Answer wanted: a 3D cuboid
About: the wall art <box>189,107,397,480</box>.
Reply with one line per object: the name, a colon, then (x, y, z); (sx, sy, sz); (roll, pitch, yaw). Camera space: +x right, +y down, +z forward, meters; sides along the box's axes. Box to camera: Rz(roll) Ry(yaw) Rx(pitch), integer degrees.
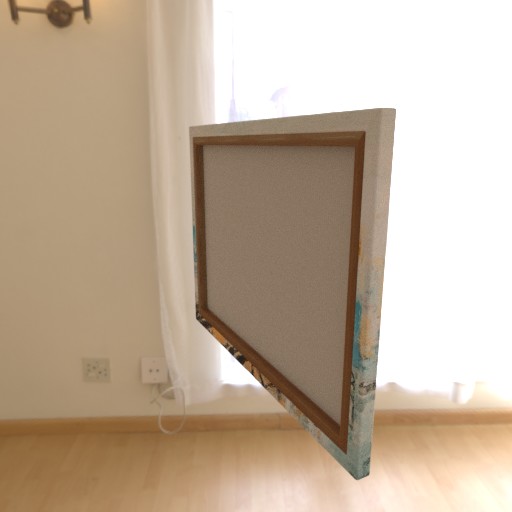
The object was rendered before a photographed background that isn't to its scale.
wall art: (0.000, 0.000, 1.300); (0.038, 0.762, 1.016); (-7, 16, -26)
